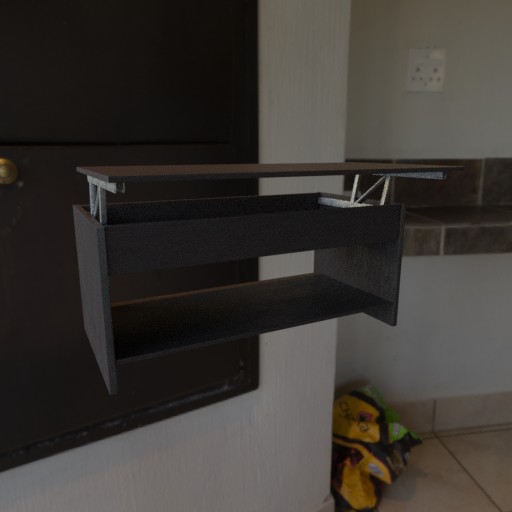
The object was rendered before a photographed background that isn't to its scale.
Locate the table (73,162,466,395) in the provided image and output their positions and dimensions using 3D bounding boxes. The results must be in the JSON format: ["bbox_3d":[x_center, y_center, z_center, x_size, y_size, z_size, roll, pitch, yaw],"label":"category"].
[{"bbox_3d":[0.000,0.000,1.425,1.000,0.570,0.712,-7,15,-27],"label":"table"}]
